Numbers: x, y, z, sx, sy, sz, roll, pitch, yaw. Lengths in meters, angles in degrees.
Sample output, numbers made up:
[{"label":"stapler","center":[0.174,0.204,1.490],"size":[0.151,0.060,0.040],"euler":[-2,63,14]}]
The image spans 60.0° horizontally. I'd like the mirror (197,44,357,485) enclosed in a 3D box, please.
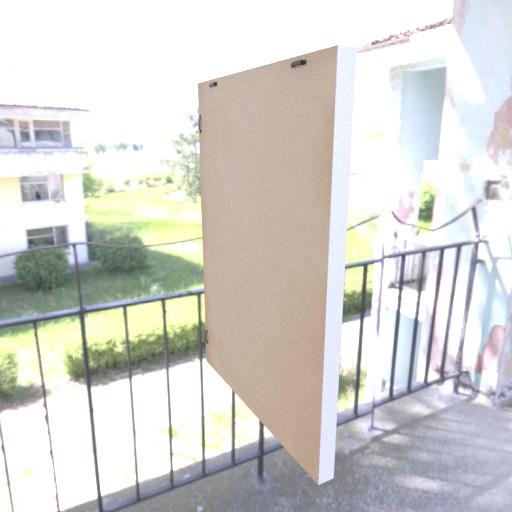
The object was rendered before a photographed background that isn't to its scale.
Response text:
[{"label":"mirror","center":[0.000,0.000,0.907],"size":[0.039,0.710,0.507],"euler":[-8,17,-28]}]
